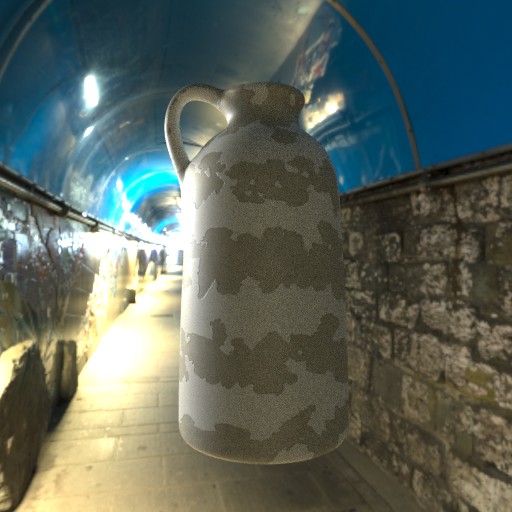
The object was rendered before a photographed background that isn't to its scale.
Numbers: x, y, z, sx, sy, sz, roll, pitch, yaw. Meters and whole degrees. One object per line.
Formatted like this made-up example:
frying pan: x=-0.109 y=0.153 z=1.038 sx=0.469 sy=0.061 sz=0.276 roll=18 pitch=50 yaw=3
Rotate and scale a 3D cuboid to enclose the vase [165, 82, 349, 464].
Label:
vase: x=0.000 y=0.000 z=0.492 sx=0.203 sy=0.382 sz=0.186 roll=0 pitch=0 yaw=0
